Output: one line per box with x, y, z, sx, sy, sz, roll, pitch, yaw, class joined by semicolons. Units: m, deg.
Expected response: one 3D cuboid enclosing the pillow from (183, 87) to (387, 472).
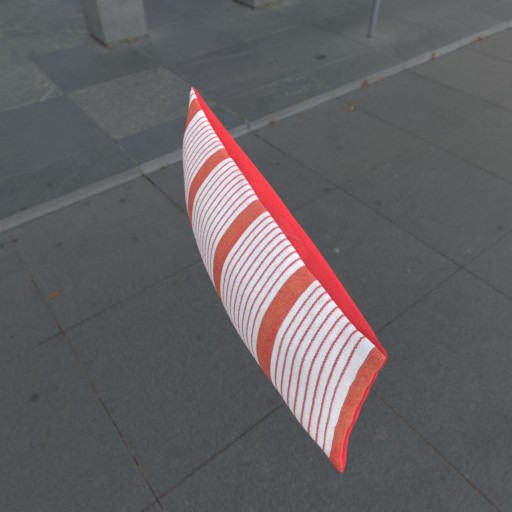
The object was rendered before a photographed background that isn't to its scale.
0.000;0.000;0.708;0.151;0.297;0.608;-17;48;-16;pillow
